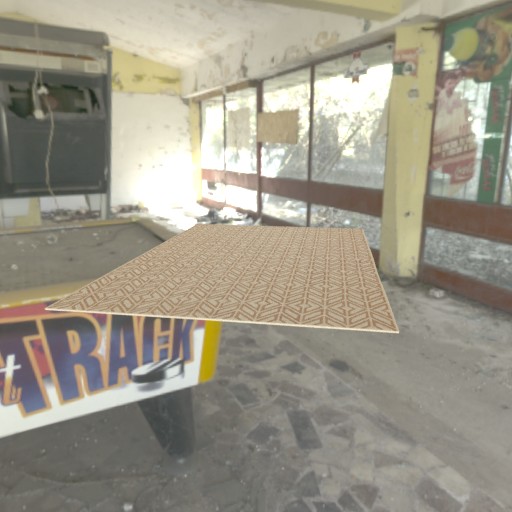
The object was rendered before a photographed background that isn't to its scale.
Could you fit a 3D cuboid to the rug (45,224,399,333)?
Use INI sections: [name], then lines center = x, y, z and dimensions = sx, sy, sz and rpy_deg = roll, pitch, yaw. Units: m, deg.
[rug]
center = 0.000, 0.000, 2.356
dimensions = 1.220, 0.007, 1.828
rpy_deg = 2, 14, 9
